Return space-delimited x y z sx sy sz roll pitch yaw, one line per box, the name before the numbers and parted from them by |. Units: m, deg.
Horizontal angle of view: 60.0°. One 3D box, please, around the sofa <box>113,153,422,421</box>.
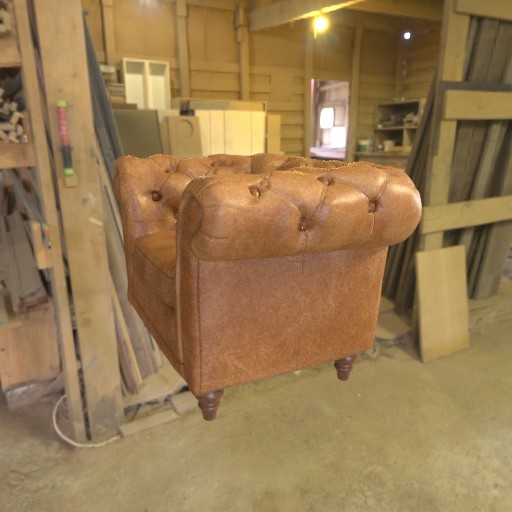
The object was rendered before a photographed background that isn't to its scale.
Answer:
sofa | 0.000 0.000 2.013 1.033 0.878 1.405 -8 17 -26
